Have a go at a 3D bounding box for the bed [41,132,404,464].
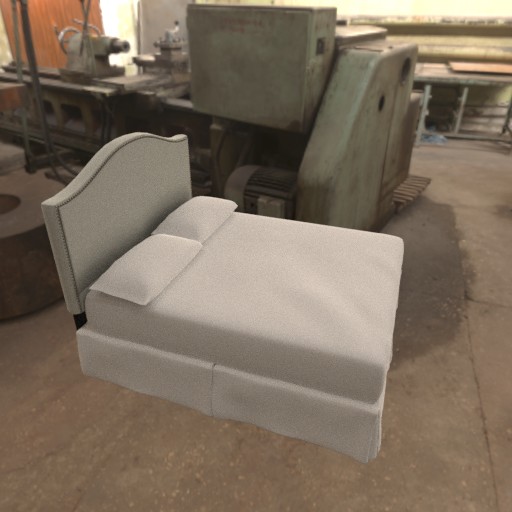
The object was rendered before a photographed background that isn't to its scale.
[{"bbox_3d":[0.000,0.000,3.329,2.180,1.607,1.813,10,31,17],"label":"bed"}]
